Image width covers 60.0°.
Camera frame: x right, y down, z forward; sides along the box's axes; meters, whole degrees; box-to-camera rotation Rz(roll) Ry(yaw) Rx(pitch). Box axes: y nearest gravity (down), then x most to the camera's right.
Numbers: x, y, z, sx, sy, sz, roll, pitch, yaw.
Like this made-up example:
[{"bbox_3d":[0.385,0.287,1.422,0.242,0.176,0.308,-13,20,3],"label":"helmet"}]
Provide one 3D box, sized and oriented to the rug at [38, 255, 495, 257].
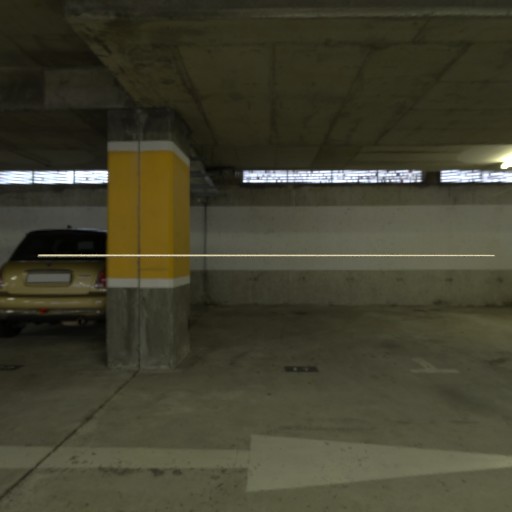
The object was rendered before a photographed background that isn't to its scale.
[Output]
[{"bbox_3d":[0.000,0.000,2.270,1.828,0.007,1.220,0,0,-17],"label":"rug"}]
